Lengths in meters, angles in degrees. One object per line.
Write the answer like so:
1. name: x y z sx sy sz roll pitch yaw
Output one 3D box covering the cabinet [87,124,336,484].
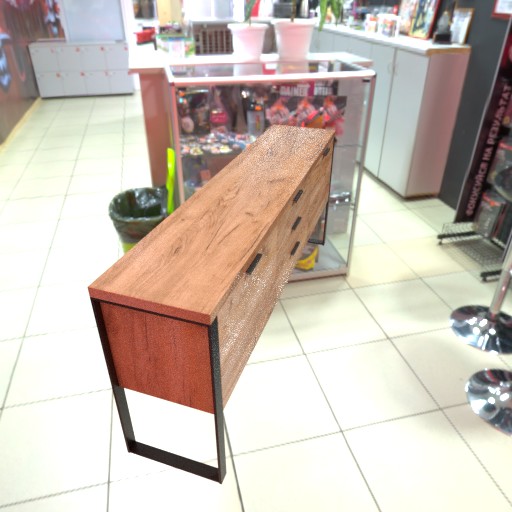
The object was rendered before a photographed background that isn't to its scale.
1. cabinet: 0.000 0.000 2.131 0.395 0.762 1.800 10 33 16
